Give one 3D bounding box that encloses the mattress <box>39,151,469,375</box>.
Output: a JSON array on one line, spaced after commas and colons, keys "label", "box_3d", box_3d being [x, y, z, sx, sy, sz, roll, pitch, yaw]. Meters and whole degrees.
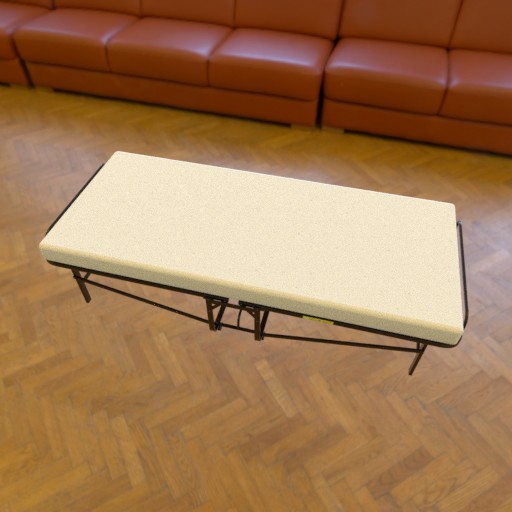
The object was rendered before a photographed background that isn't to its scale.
[{"label": "mattress", "box_3d": [0.000, 0.000, 2.559, 2.153, 0.519, 0.922, 11, 48, 10]}]
